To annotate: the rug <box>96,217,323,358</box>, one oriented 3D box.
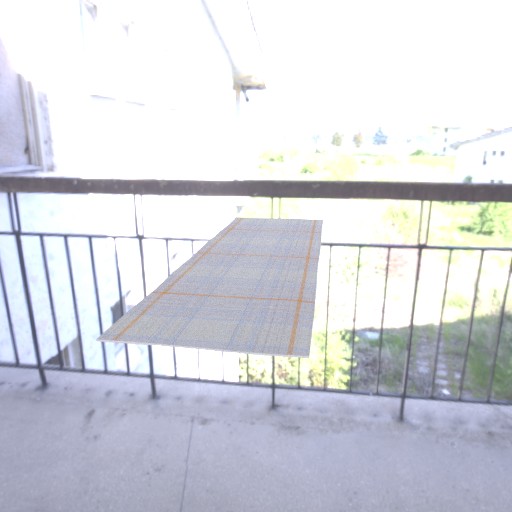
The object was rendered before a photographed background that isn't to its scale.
[{"bbox_3d":[0.000,0.000,2.697,0.770,0.016,2.442,3,16,9],"label":"rug"}]
